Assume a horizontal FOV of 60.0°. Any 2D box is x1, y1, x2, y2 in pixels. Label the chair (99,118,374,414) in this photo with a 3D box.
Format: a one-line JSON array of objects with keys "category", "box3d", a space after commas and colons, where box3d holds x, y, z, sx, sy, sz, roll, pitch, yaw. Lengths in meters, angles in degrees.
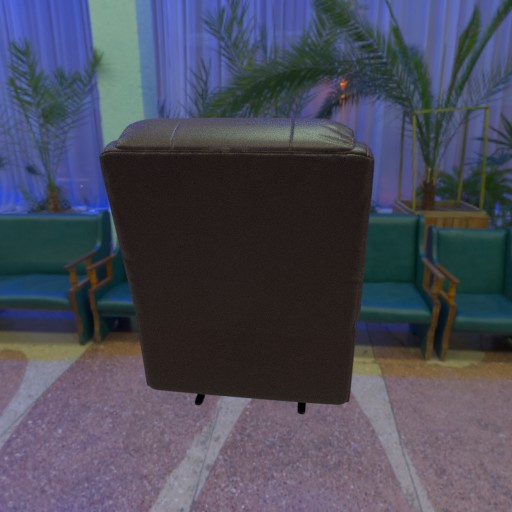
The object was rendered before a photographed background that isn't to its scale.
[{"category": "chair", "box3d": [0.000, 0.000, 1.769, 0.838, 1.054, 1.014, 2, 18, 7]}]
